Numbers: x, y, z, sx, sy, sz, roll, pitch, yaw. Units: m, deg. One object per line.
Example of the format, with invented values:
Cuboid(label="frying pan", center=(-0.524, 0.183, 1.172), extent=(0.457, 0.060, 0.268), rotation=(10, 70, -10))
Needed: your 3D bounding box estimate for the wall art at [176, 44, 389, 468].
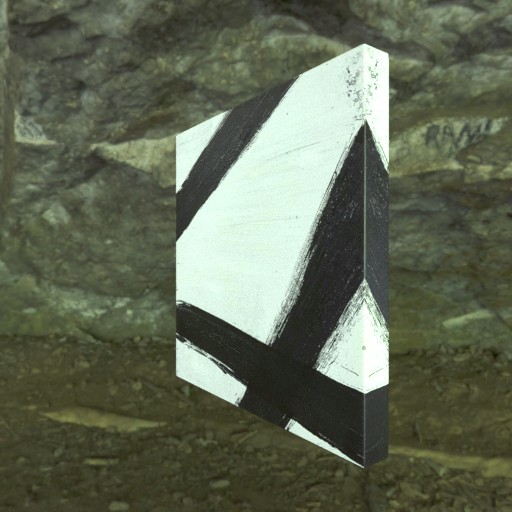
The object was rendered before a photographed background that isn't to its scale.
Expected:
Cuboid(label="wall art", center=(0.000, 0.000, 0.745), extent=(0.050, 0.508, 0.507), rotation=(0, 0, -36))
